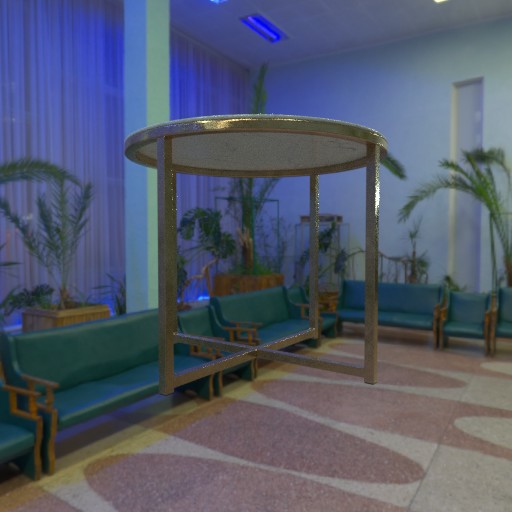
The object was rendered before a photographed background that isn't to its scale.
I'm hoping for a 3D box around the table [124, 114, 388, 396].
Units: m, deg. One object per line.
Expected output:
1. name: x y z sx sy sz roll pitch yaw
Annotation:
1. table: 0.000 0.000 0.884 0.500 0.420 0.500 0 2 0
